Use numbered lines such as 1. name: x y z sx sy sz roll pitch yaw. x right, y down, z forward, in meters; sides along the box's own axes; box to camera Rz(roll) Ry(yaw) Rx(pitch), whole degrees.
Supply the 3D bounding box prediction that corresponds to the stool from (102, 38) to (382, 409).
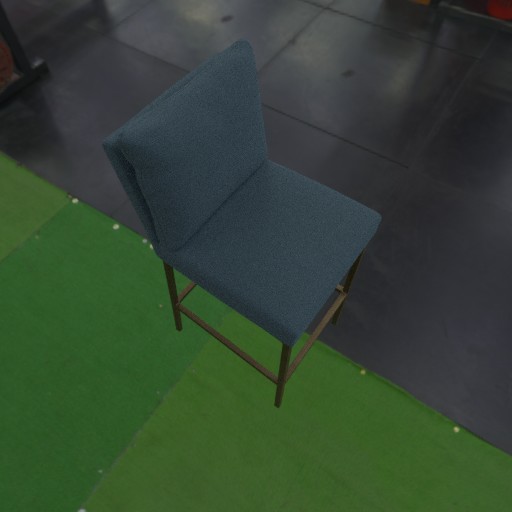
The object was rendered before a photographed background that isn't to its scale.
1. stool: 0.000 0.000 1.408 0.568 1.124 0.463 32 63 18
